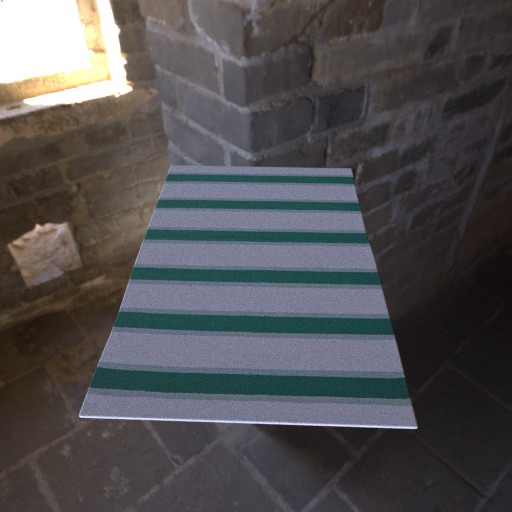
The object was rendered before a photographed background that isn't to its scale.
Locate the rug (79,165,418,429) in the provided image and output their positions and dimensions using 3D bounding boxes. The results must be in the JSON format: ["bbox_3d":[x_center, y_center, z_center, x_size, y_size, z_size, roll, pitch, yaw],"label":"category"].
[{"bbox_3d":[0.000,0.000,2.272,1.210,0.012,1.829,1,40,2],"label":"rug"}]
